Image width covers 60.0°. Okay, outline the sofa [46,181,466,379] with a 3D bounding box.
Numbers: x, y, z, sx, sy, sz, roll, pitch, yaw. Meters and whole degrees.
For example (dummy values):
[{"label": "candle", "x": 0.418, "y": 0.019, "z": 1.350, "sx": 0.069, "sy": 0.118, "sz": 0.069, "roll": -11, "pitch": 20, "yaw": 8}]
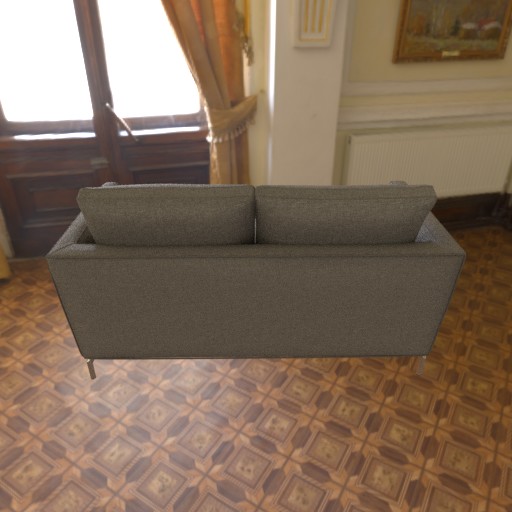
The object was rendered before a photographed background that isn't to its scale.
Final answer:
[{"label": "sofa", "x": 0.000, "y": 0.000, "z": 2.112, "sx": 1.594, "sy": 0.924, "sz": 0.803, "roll": 0, "pitch": 30, "yaw": -1}]
